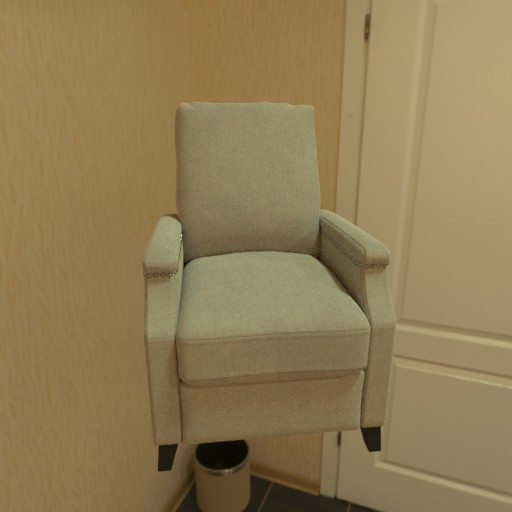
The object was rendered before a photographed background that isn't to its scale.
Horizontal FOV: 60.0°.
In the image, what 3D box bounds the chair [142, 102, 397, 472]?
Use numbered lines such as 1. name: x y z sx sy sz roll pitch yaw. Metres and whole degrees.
1. chair: 0.000 0.000 1.578 0.710 1.049 0.922 -2 18 -7
